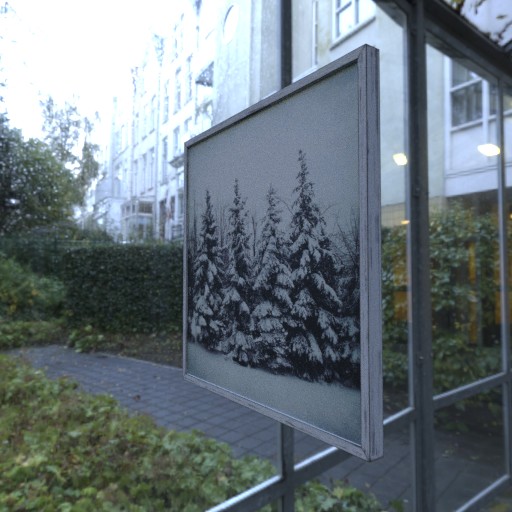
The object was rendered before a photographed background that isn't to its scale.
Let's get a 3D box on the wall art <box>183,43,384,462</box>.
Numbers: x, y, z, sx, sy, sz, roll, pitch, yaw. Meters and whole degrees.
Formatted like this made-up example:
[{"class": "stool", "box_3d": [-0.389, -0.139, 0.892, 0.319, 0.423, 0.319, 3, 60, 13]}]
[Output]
[{"class": "wall art", "box_3d": [0.000, 0.000, 1.125, 0.037, 0.761, 0.761, 2, -3, -35]}]
